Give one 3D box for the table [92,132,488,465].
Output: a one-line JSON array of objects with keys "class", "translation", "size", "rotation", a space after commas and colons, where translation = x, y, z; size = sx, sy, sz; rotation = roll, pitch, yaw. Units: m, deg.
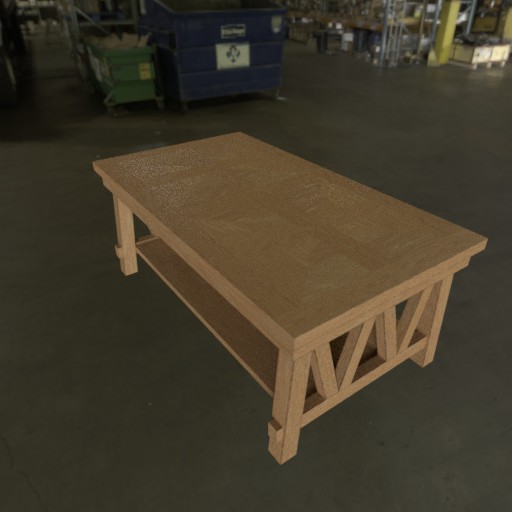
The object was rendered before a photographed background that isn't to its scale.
[{"class": "table", "translation": [0.000, 0.000, 1.654], "size": [0.711, 0.507, 1.270], "rotation": [-21, 37, -29]}]
